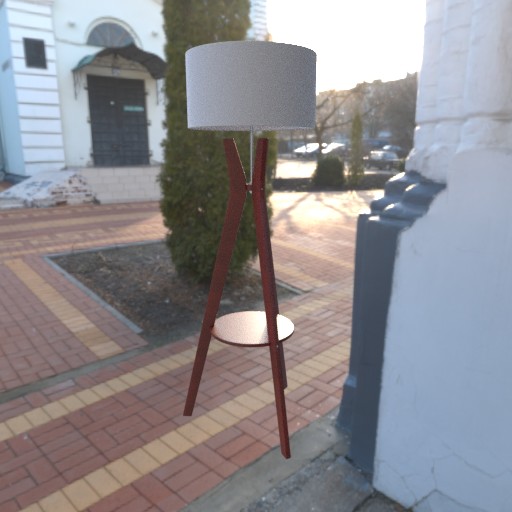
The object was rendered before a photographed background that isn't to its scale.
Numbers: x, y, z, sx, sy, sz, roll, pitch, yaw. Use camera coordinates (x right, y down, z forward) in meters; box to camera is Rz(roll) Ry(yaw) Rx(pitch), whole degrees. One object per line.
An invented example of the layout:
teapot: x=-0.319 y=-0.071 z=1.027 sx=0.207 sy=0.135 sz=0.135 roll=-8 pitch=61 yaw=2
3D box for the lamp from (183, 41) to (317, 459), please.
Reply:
lamp: x=0.000 y=0.000 z=1.745 sx=0.539 sy=1.472 sz=0.542 roll=-7 pitch=15 yaw=-27
